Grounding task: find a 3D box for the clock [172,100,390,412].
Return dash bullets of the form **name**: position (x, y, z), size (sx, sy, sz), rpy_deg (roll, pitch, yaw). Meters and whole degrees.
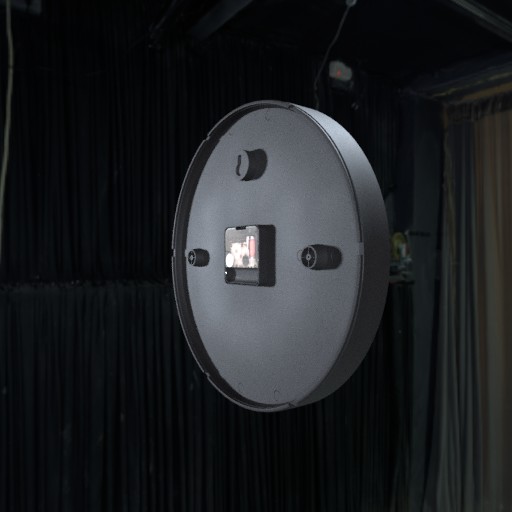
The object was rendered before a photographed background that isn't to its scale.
- **clock**: position (0.000, 0.000, 0.440), size (0.040, 0.293, 0.293), rpy_deg (0, 0, -37)
